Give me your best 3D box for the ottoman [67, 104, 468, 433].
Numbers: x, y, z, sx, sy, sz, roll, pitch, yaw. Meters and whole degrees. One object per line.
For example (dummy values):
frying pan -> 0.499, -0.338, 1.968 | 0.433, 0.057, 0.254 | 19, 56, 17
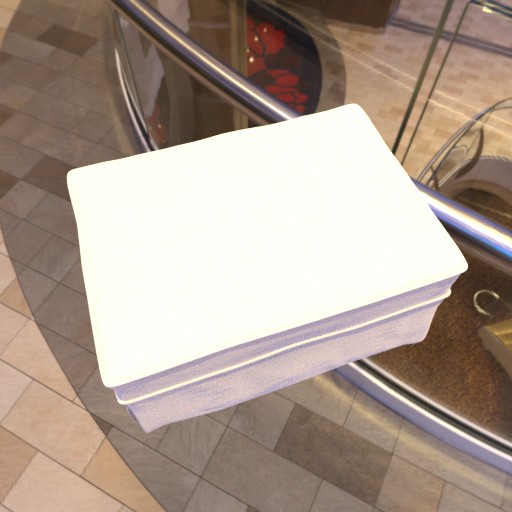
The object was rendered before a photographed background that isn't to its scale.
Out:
ottoman -> 0.000, 0.000, 1.323 | 0.944, 0.479, 0.703 | -16, 60, -10
